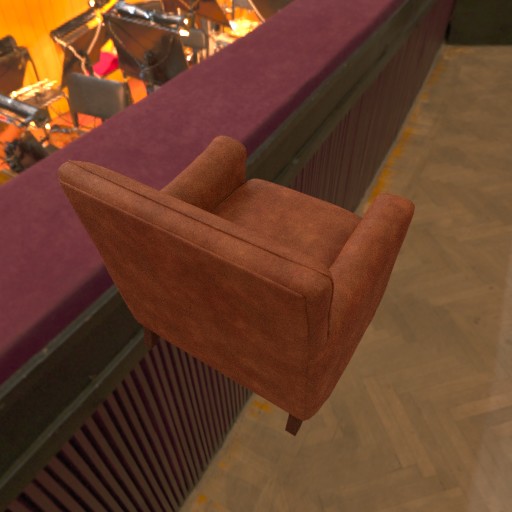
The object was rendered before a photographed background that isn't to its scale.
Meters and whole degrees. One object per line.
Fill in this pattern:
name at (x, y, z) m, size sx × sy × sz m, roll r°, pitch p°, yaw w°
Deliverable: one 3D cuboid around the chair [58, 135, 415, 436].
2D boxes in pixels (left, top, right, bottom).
chair at (0.000, 0.000, 1.619) m, size 0.870 × 0.943 × 0.823 m, roll 24°, pitch 51°, yaw 22°
